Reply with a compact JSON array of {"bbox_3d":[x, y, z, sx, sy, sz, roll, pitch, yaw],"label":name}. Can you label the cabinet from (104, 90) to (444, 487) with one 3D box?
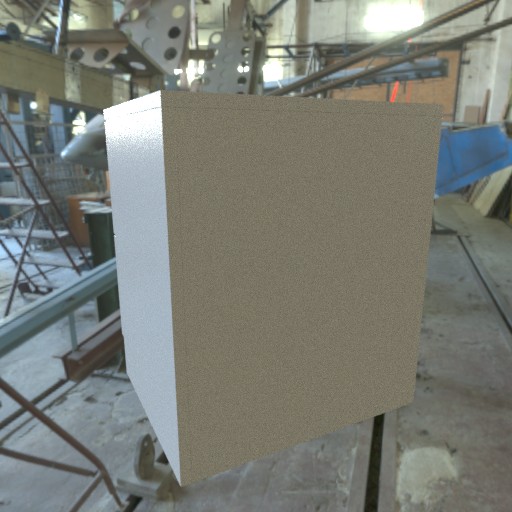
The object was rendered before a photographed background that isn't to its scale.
[{"bbox_3d":[0.000,0.000,0.740,0.400,0.470,0.360,-8,16,-27],"label":"cabinet"}]
